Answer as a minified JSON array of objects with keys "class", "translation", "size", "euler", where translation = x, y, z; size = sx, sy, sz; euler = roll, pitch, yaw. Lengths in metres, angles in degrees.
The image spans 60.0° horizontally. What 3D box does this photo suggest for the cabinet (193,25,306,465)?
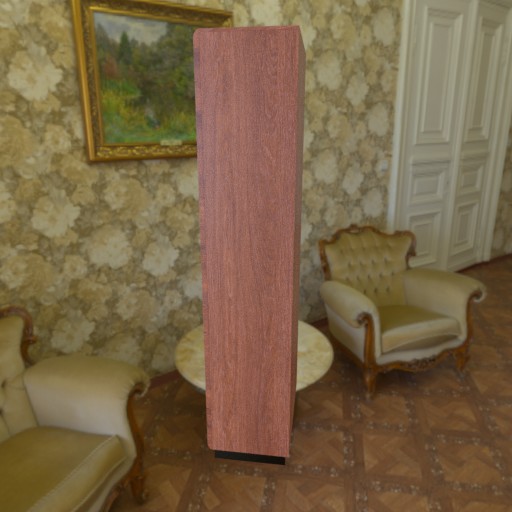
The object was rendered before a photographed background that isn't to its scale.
[{"class":"cabinet","translation":[0.000,0.000,2.254],"size":[0.420,1.980,0.660],"euler":[2,16,8]}]
